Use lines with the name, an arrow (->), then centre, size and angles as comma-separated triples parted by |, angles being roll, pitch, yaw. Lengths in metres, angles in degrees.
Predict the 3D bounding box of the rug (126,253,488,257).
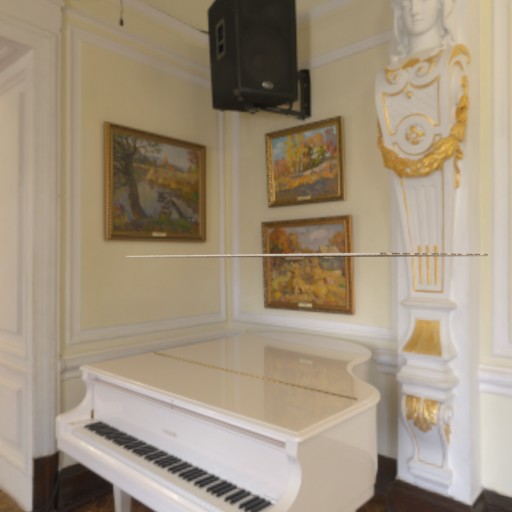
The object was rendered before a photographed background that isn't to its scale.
rug -> 0.000, 0.000, 2.704 | 0.750, 0.009, 2.435 | 0, 0, -36
